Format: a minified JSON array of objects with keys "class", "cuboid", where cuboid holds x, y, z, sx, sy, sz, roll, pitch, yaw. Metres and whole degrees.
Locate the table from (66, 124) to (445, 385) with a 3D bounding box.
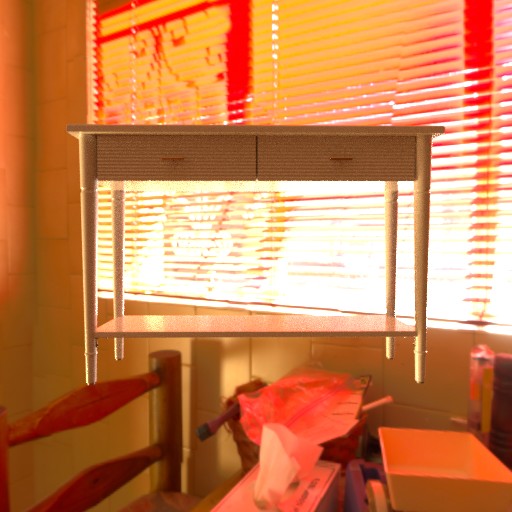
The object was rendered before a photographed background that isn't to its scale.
[{"class":"table","cuboid":[0.000,0.000,1.446,1.067,0.749,0.381,0,1,-1]}]
